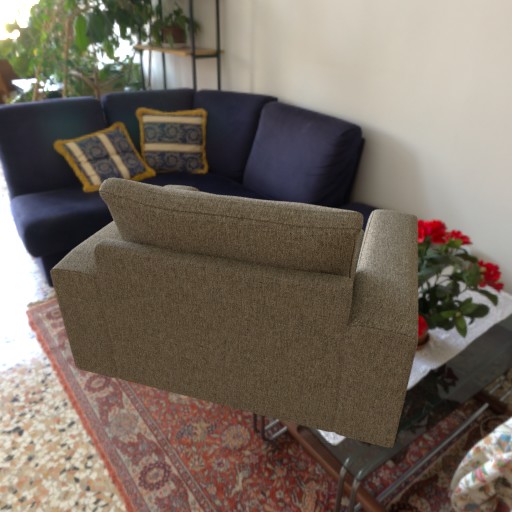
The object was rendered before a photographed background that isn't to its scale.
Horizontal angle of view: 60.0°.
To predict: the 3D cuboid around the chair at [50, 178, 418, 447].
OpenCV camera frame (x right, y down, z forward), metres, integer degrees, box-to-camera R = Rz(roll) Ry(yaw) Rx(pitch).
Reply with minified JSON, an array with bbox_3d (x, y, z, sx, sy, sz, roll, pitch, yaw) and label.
[{"bbox_3d":[0.000,0.000,2.047,1.398,0.915,1.039,9,31,15],"label":"chair"}]
